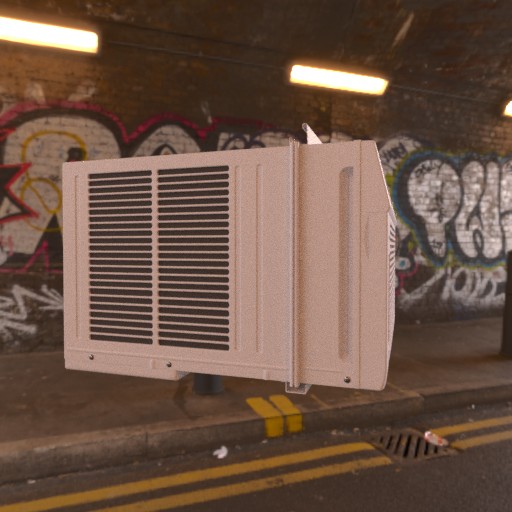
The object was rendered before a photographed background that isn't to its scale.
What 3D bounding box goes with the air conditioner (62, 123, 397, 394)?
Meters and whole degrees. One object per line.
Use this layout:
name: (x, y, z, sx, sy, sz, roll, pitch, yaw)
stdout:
air conditioner: (0.000, 0.000, 0.907, 0.546, 0.388, 0.503, 0, 1, 18)
